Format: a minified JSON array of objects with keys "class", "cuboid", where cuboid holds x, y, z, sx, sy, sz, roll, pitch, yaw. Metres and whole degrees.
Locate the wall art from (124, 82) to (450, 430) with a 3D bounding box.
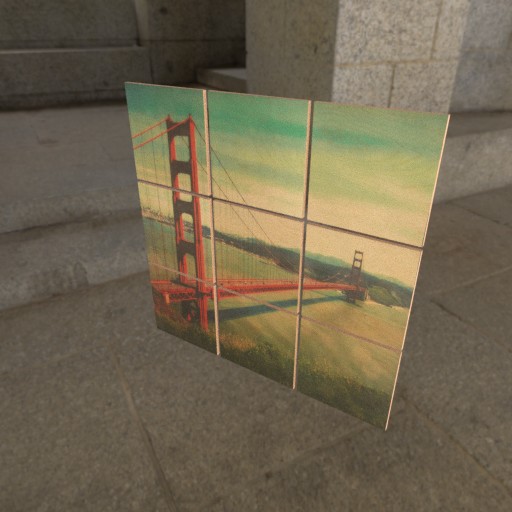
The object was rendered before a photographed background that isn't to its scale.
[{"class":"wall art","cuboid":[0.000,0.000,1.751,1.217,1.207,0.016,17,33,28]}]
